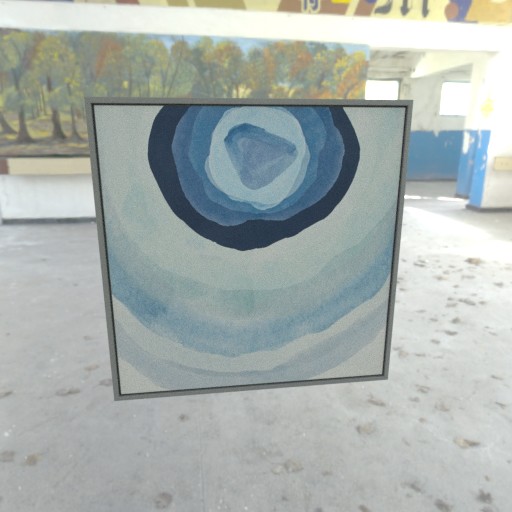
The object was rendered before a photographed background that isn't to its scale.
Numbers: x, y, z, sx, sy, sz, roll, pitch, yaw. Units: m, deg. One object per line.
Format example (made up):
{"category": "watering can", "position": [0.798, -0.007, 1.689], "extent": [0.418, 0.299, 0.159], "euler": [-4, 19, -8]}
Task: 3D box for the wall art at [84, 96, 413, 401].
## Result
{"category": "wall art", "position": [0.000, 0.000, 1.205], "extent": [0.809, 0.807, 0.038], "euler": [-2, 16, -8]}
